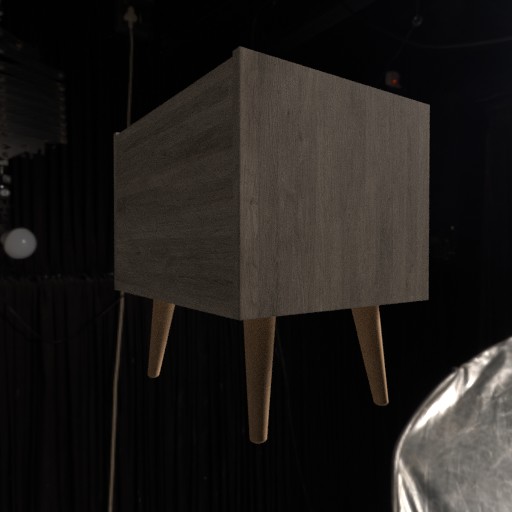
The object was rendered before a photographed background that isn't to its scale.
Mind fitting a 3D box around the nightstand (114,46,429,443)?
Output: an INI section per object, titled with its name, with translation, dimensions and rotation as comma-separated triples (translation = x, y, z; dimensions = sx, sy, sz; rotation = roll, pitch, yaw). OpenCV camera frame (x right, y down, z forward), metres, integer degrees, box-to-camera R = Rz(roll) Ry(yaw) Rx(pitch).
[nightstand]
translation = 0.000, 0.000, 0.828
dimensions = 0.380, 0.500, 0.480
rotation = -1, 1, -35
